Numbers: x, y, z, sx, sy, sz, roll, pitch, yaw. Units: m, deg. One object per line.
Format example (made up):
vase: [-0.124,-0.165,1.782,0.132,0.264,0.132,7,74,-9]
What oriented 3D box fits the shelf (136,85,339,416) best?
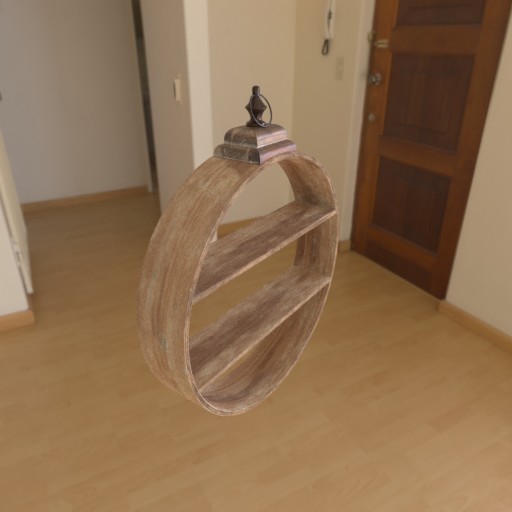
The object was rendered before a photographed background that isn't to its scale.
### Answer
shelf: [0.000,0.000,1.006,0.125,0.725,0.601,18,31,32]
